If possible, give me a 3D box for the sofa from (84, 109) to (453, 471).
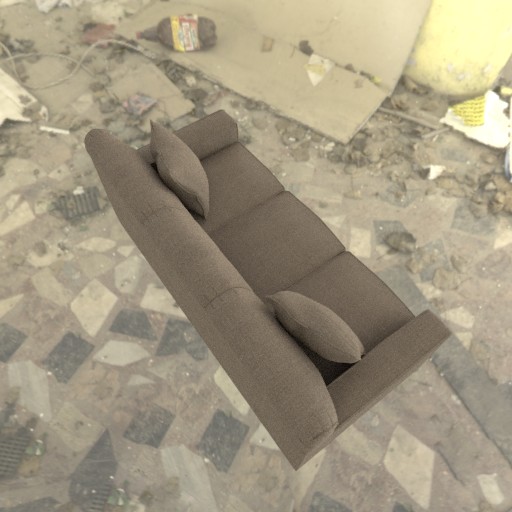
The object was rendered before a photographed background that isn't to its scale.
[{"bbox_3d":[0.000,0.000,2.571,0.997,0.958,2.024,-32,63,-18],"label":"sofa"}]
